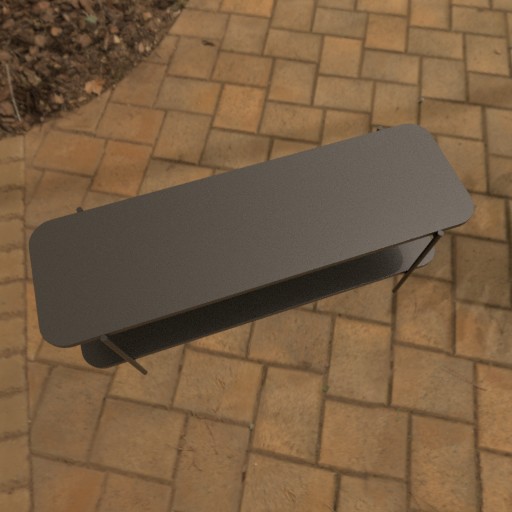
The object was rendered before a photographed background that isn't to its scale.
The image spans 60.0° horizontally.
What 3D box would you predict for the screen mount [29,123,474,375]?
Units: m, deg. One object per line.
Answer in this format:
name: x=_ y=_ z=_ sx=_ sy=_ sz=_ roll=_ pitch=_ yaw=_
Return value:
screen mount: x=0.000 y=0.000 z=1.418 sx=1.200 sy=0.447 sz=0.400 roll=-17 pitch=66 yaw=-8
